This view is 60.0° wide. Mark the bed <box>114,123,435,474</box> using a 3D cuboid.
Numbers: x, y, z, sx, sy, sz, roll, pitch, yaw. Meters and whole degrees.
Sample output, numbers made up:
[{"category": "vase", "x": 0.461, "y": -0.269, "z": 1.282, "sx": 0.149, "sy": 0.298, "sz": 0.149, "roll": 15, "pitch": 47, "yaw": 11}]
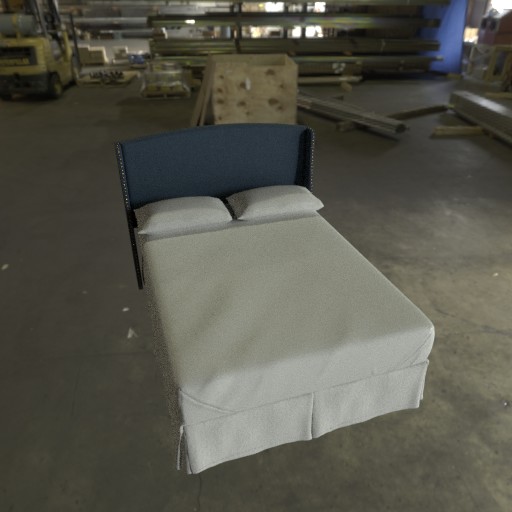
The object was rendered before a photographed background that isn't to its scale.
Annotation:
[{"category": "bed", "x": 0.000, "y": 0.000, "z": 3.265, "sx": 1.710, "sy": 1.407, "sz": 2.237, "roll": -10, "pitch": 32, "yaw": -16}]
